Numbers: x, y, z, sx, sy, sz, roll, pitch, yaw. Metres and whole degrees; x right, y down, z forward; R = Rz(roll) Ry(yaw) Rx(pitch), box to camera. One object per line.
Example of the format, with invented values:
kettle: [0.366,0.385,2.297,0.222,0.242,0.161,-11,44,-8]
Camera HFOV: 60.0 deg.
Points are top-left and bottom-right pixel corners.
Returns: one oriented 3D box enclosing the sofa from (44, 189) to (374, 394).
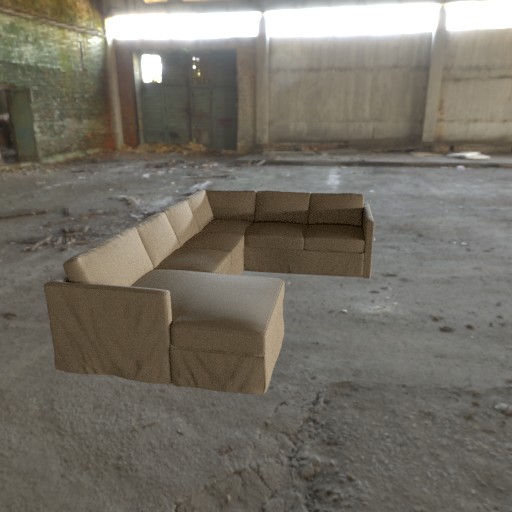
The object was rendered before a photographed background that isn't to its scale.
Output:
sofa: [0.000,0.000,4.616,2.476,0.878,3.528,3,18,10]
